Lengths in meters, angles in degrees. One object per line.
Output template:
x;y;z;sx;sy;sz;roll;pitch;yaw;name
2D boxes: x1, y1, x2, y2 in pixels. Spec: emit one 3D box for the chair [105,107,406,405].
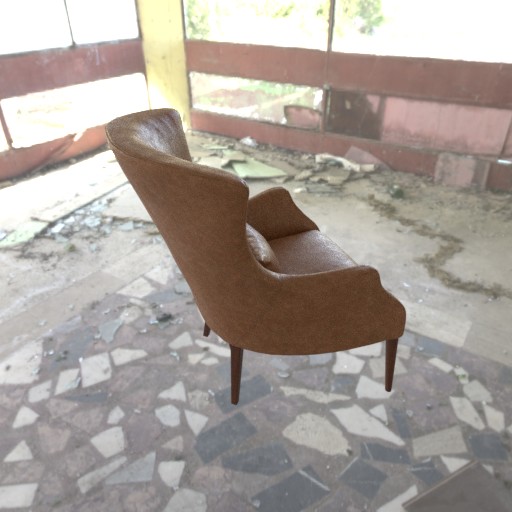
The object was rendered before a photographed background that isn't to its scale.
0.000;0.000;1.736;0.955;1.067;0.846;-11;33;-18;chair
